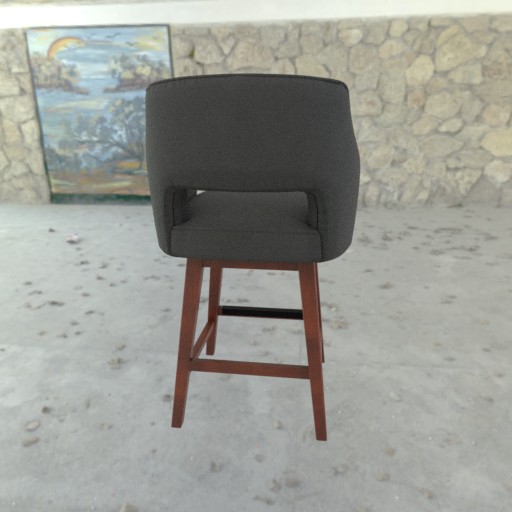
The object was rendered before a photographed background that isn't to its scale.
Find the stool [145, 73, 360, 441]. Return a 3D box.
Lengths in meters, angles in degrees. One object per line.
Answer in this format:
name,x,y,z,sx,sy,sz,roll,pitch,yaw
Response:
stool,0.000,0.000,1.259,0.548,0.912,0.558,2,17,7
